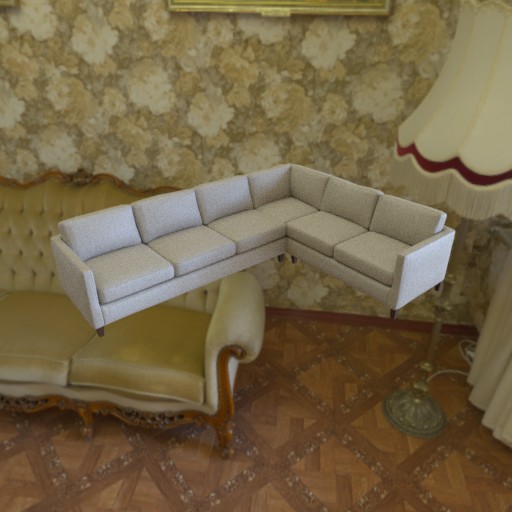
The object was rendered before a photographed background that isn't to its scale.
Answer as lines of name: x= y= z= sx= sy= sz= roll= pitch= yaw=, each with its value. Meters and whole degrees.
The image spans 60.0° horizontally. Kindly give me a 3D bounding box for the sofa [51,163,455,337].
sofa: x=0.000 y=0.000 z=4.583 sx=3.333 sy=0.934 sz=2.522 roll=-21 pitch=35 yaw=-34
